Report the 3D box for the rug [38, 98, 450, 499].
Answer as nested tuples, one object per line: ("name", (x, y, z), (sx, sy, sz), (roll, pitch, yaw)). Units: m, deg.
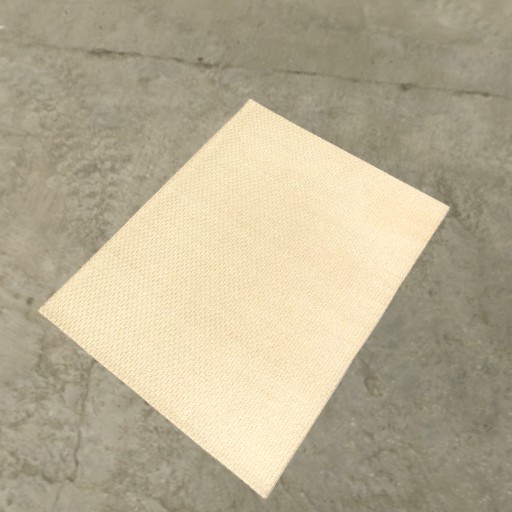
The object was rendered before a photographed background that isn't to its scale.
("rug", (0.000, 0.000, 3.805), (2.277, 0.035, 2.897), (33, 68, 16))
